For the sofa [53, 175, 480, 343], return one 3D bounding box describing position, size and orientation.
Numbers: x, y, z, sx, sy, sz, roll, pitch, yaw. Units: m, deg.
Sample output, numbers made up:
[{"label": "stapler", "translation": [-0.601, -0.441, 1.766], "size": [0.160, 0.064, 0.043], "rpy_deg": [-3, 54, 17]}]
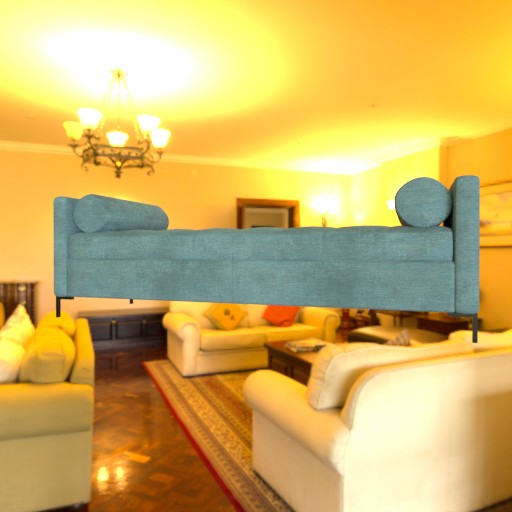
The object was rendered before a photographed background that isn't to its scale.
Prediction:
[{"label": "sofa", "translation": [0.000, 0.000, 2.273], "size": [1.981, 0.635, 0.686], "rpy_deg": [0, 1, 19]}]
